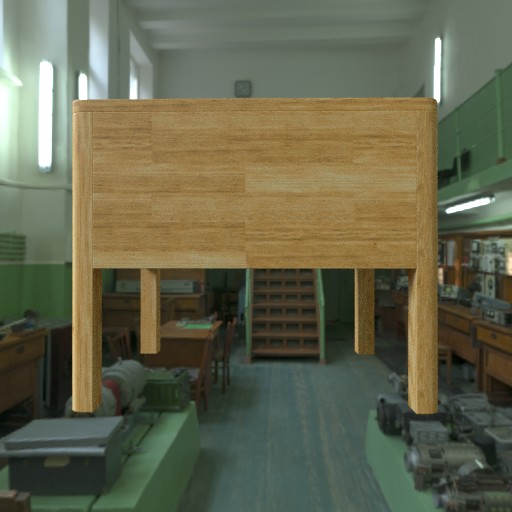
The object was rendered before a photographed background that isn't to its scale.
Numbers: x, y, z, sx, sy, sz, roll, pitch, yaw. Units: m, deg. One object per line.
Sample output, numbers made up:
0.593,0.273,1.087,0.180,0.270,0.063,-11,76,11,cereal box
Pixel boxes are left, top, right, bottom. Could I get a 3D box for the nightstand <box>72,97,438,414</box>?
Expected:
0.000,0.000,0.882,0.560,0.470,0.440,0,0,1,nightstand
